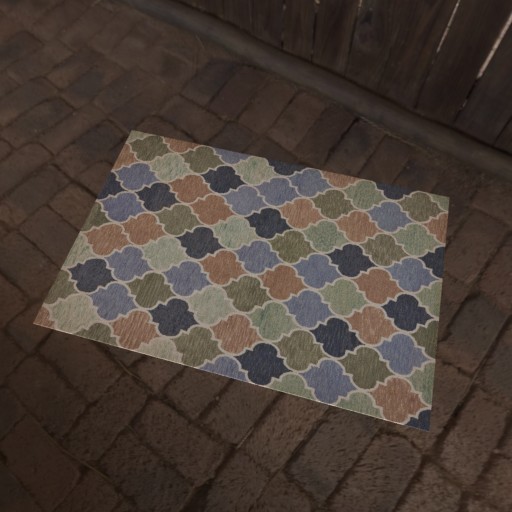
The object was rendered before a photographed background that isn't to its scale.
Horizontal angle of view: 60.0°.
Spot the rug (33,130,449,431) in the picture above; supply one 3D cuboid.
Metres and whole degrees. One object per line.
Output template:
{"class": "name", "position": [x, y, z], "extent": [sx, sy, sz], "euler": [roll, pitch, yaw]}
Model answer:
{"class": "rug", "position": [0.000, 0.000, 2.784], "extent": [2.284, 0.006, 1.521], "euler": [13, 64, 7]}
